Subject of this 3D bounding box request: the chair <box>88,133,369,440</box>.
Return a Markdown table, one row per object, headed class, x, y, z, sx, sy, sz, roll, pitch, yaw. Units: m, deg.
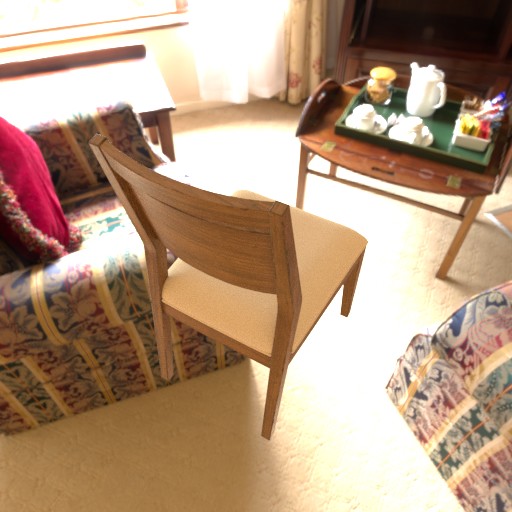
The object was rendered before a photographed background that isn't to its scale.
| class | x | y | z | sx | sy | sz | roll | pitch | yaw |
| --- | --- | --- | --- | --- | --- | --- | --- | --- | --- |
| chair | 0.000 | 0.000 | 1.283 | 0.497 | 0.939 | 0.610 | 23 | 51 | 20 |
